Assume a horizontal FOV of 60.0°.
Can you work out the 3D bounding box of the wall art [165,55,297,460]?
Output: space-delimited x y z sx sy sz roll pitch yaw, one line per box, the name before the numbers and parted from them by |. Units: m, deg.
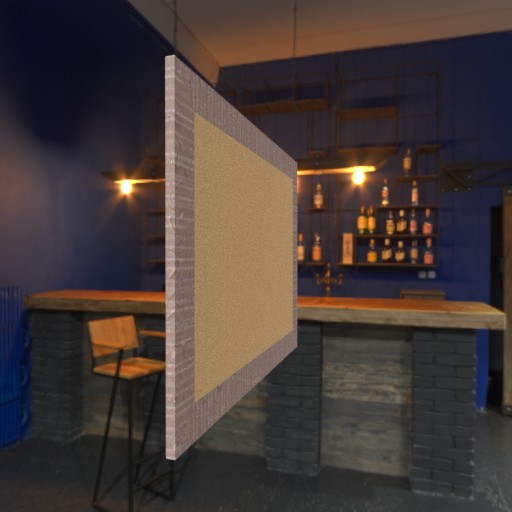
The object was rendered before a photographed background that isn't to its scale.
wall art | 0.000 0.000 1.336 0.020 0.761 1.056 0 1 18
